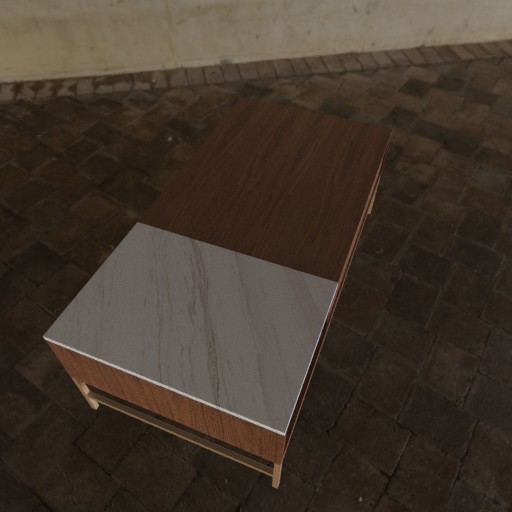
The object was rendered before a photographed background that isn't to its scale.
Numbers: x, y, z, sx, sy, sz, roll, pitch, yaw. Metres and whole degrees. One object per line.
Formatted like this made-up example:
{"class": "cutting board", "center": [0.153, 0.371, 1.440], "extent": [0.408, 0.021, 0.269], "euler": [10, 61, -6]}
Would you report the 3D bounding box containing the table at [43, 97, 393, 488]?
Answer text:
{"class": "table", "center": [0.000, 0.000, 1.951], "extent": [0.789, 0.551, 1.553], "euler": [17, 51, 14]}
